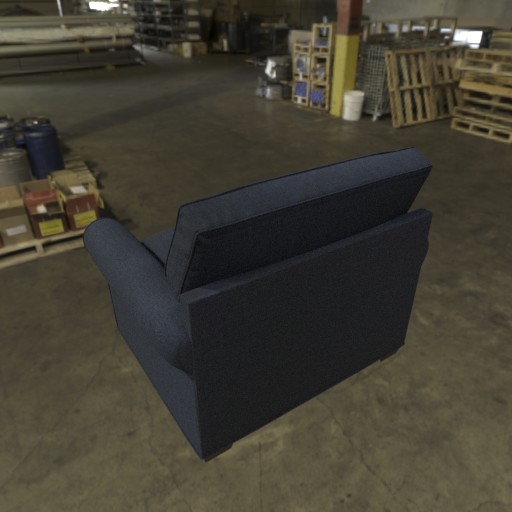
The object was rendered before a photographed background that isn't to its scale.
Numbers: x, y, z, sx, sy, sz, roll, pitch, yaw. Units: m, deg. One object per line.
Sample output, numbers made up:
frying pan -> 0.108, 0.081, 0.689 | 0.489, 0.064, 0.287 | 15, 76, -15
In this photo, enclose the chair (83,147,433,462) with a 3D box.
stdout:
chair -> 0.000, 0.000, 2.012 | 1.285, 1.044, 0.963 | -19, 35, -29
